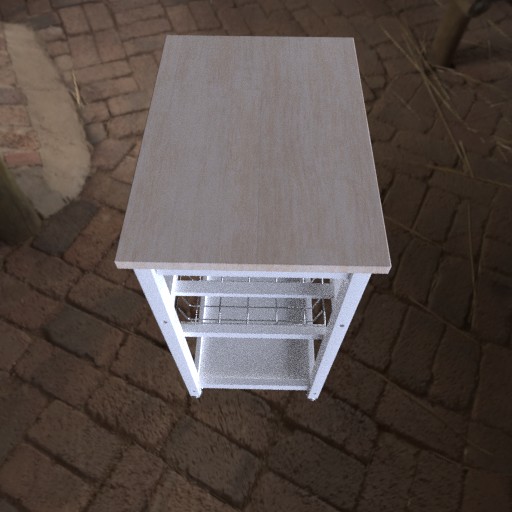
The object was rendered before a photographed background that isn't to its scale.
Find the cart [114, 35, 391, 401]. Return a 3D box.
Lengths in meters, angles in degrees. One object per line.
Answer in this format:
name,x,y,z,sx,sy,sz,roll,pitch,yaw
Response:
cart,0.000,0.000,1.162,0.406,0.857,0.578,1,57,1
